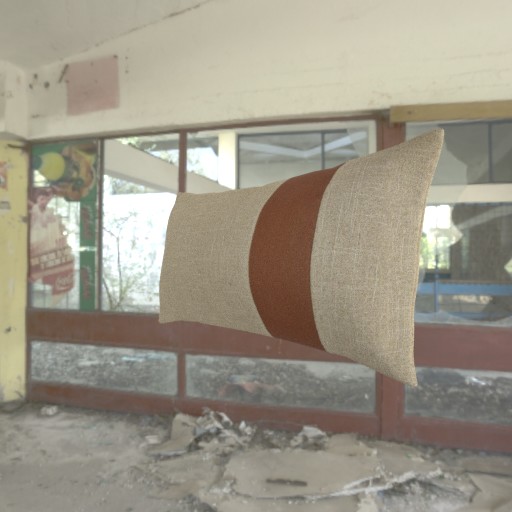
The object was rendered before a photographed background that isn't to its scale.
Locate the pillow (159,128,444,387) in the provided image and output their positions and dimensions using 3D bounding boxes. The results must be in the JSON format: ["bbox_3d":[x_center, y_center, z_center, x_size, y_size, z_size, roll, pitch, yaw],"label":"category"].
[{"bbox_3d":[0.000,0.000,0.719,0.155,0.282,0.612,0,-1,-38],"label":"pillow"}]
